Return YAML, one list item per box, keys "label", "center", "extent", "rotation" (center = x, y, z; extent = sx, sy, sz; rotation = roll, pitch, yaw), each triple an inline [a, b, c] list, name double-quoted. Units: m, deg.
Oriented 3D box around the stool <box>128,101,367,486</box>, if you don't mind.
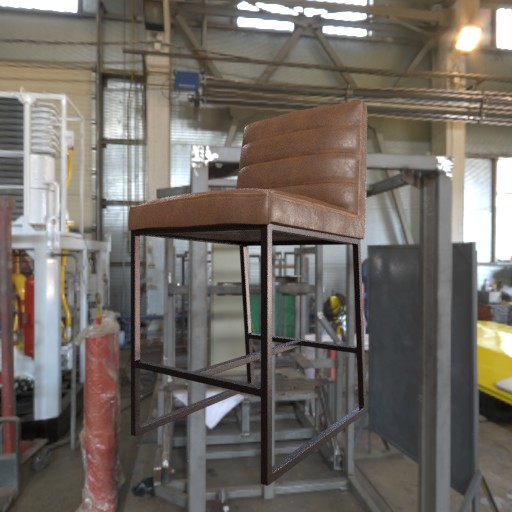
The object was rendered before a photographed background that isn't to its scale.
- label: "stool"
  center: [0.000, 0.000, 1.247]
  extent: [0.463, 0.942, 0.562]
  rotation: [0, 0, 36]
